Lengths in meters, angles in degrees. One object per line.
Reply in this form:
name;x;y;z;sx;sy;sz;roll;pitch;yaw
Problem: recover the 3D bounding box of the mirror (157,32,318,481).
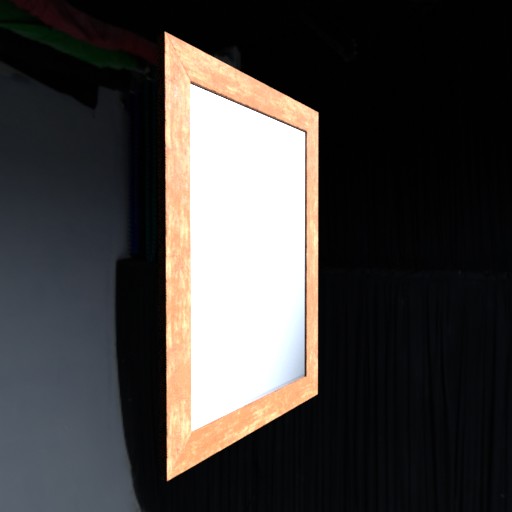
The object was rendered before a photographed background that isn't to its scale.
mirror;0.000;0.000;1.412;0.028;1.099;0.796;1;1;35
